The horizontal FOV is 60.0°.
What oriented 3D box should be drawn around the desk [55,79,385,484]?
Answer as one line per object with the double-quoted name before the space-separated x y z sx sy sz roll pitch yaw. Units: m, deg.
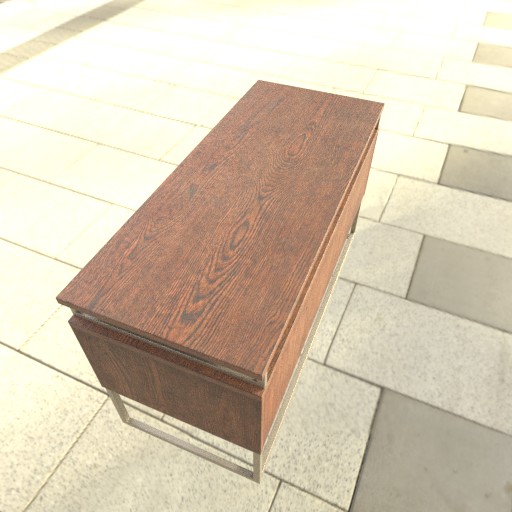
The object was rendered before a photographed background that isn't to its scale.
"desk" 0.000 0.000 1.809 0.610 0.792 1.384 17 48 16
